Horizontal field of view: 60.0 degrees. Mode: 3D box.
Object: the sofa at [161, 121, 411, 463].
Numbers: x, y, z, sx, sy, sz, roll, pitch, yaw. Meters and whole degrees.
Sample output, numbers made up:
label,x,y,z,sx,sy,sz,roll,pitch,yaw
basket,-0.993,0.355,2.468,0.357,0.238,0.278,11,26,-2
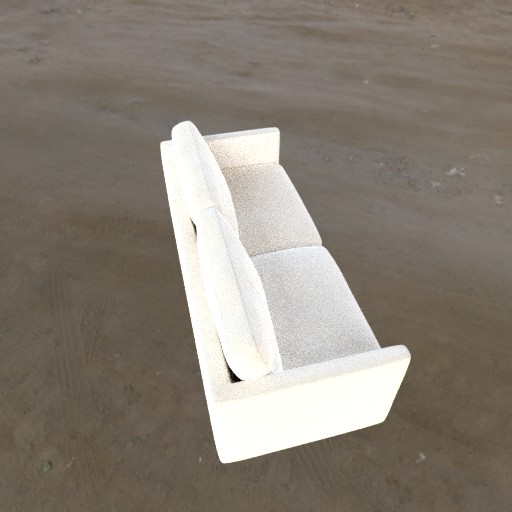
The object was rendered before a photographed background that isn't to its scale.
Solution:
label,x,y,z,sx,sy,sz,roll,pitch,yaw
sofa,0.000,0.000,2.760,0.924,0.933,2.139,-10,46,-10
